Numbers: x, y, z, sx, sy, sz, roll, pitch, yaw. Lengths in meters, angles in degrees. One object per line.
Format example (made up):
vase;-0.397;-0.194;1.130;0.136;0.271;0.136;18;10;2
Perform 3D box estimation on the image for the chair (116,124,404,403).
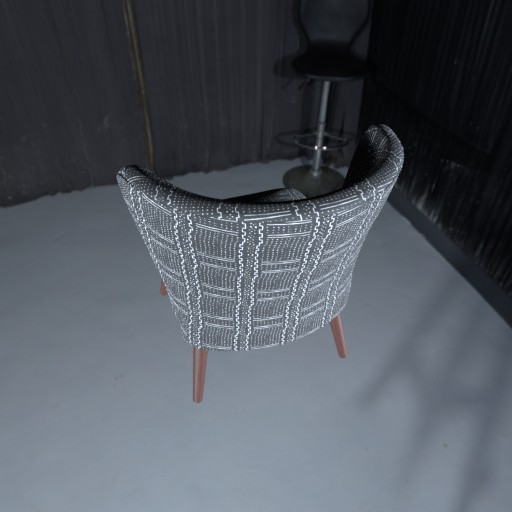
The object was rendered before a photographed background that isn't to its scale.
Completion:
chair;0.000;0.000;1.391;0.710;0.866;0.758;-13;43;-14
